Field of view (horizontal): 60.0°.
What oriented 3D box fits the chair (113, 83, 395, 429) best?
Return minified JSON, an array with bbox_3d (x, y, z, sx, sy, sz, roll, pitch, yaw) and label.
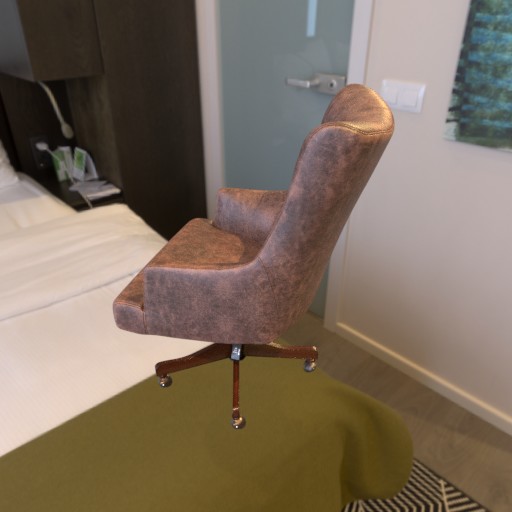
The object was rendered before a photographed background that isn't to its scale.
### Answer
[{"bbox_3d":[0.000,0.000,1.489,0.762,1.035,0.641,8,31,14],"label":"chair"}]
